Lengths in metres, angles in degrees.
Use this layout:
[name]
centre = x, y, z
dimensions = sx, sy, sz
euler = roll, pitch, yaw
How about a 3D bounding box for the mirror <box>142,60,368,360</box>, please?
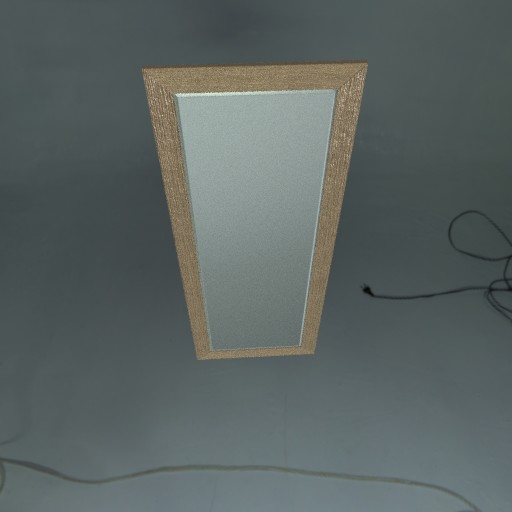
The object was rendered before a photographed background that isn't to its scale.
[mirror]
centre = 0.000, 0.000, 2.342
dimensions = 0.812, 2.031, 0.026
euler = -2, 47, -2
